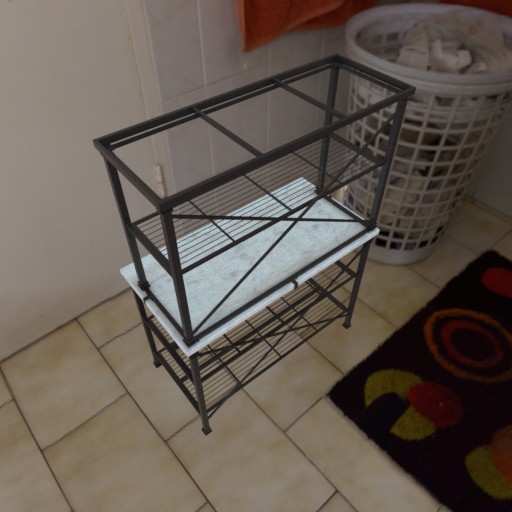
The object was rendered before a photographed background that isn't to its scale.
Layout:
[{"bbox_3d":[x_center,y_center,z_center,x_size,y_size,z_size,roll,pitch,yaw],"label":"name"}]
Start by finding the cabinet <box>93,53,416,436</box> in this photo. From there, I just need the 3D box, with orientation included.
[{"bbox_3d":[0.000,0.000,2.284,1.210,1.659,0.610,-30,53,-26],"label":"cabinet"}]
